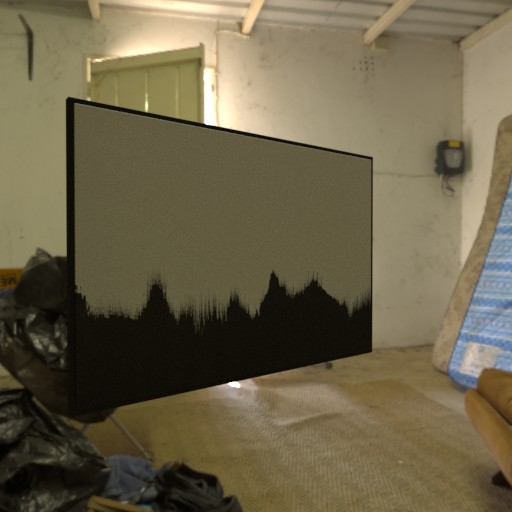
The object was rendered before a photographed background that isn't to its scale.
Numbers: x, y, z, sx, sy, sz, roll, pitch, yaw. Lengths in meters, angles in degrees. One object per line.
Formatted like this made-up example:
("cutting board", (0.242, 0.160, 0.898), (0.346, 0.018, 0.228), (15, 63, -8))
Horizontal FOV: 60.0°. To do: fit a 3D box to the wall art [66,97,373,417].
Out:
("wall art", (0.000, 0.000, 1.477), (1.190, 0.805, 0.028), (-1, 1, -37))
